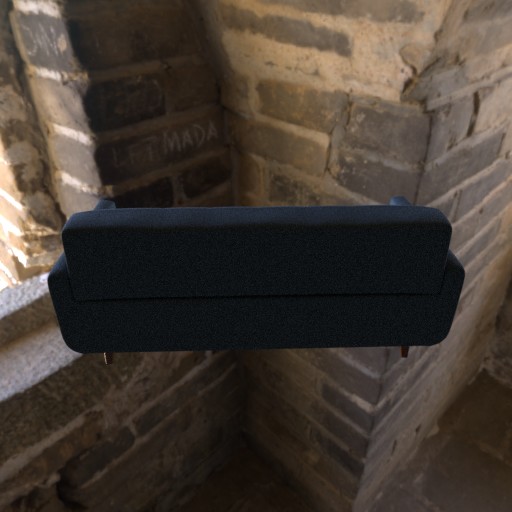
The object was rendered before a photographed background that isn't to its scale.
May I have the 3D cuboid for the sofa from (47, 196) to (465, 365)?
[{"bbox_3d":[0.000,0.000,2.624,2.055,0.884,0.942,-1,31,-2],"label":"sofa"}]
